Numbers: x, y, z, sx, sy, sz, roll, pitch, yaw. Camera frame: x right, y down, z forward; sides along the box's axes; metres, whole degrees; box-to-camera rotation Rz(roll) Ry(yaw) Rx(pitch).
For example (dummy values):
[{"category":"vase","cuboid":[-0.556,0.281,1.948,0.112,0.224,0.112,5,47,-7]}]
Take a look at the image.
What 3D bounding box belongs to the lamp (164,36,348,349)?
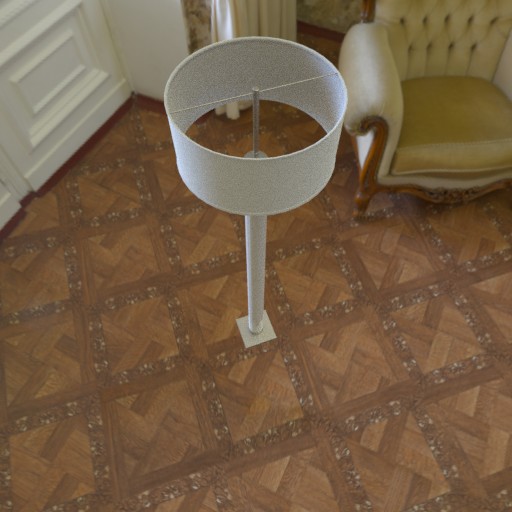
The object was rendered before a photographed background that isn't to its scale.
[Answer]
[{"category":"lamp","cuboid":[0.000,0.000,1.636,0.420,1.475,0.420,-17,61,-10]}]
